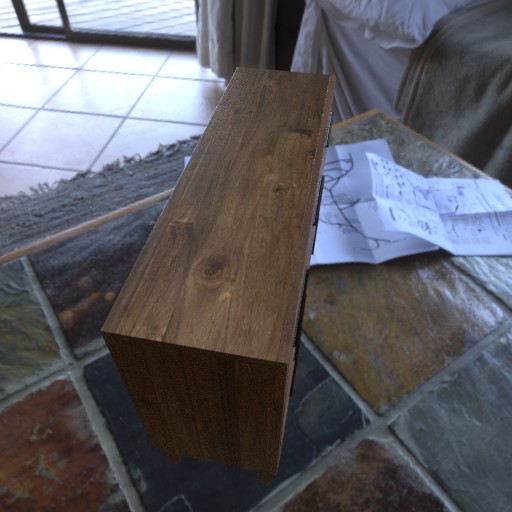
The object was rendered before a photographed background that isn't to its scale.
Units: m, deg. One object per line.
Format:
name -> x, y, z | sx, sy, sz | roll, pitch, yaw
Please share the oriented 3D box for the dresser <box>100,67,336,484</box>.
dresser -> 0.000, 0.000, 1.761 | 0.446, 0.873, 1.400 | 8, 47, 8
